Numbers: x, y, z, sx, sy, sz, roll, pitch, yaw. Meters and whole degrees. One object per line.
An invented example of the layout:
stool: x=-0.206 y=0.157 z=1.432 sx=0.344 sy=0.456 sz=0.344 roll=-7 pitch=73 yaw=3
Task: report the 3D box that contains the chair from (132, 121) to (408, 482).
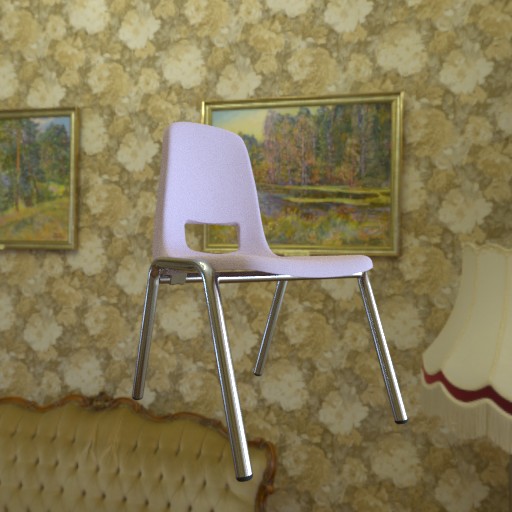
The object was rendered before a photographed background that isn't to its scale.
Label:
chair: x=0.000 y=0.000 z=0.835 sx=0.354 sy=0.586 sz=0.423 roll=0 pitch=0 yaw=-36
